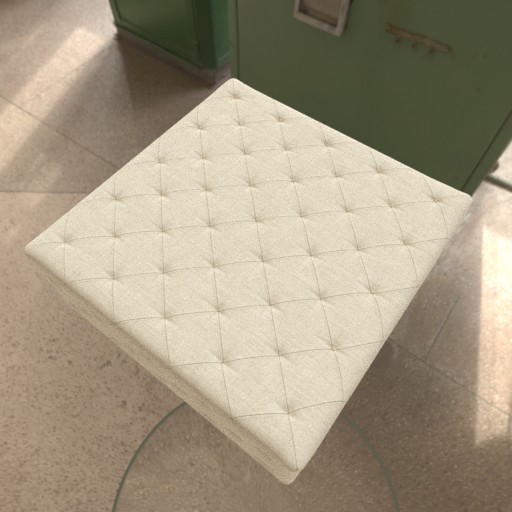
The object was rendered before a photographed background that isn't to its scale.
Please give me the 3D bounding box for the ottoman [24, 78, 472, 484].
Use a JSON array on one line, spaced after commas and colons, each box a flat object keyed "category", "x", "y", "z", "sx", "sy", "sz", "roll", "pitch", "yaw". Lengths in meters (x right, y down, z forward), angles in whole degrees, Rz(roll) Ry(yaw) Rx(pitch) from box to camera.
[{"category": "ottoman", "x": 0.000, "y": 0.000, "z": 1.565, "sx": 1.028, "sy": 0.439, "sz": 1.028, "roll": 33, "pitch": 64, "yaw": 18}]
